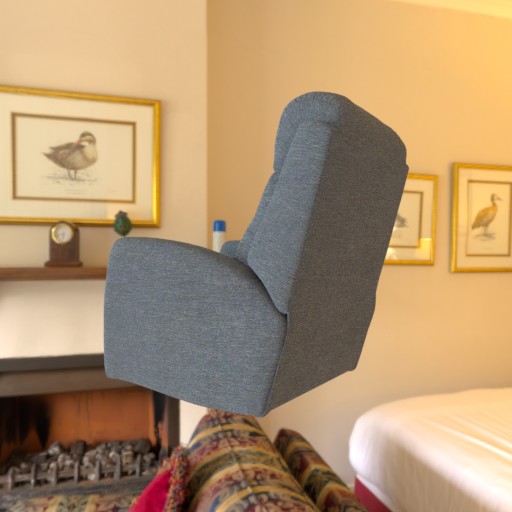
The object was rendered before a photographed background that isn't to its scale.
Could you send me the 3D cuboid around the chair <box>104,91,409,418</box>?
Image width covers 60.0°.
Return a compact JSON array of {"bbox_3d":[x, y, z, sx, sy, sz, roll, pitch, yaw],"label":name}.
[{"bbox_3d":[0.000,0.000,1.771,1.043,1.013,0.798,0,1,36],"label":"chair"}]
